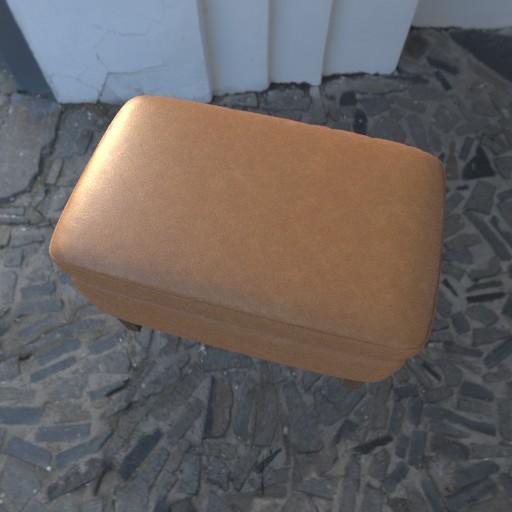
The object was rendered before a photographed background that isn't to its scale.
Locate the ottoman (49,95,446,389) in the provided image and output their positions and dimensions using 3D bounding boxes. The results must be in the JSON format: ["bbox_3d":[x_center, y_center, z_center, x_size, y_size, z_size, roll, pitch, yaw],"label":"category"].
[{"bbox_3d":[0.000,0.000,0.981,0.670,0.480,0.420,13,64,7],"label":"ottoman"}]
